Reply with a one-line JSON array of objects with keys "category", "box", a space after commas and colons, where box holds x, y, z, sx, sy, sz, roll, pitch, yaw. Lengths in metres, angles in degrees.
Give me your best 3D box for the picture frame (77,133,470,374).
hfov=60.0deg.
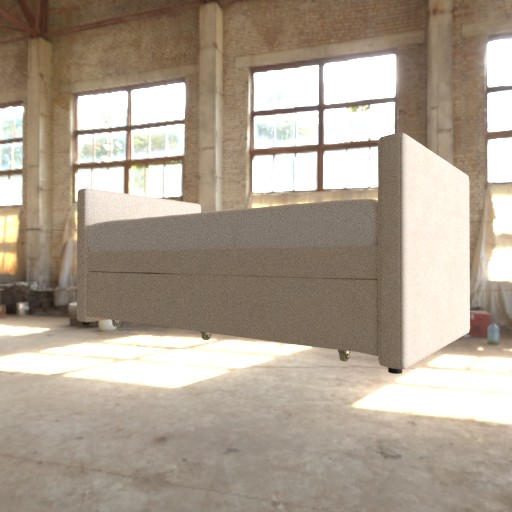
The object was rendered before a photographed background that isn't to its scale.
[{"category": "picture frame", "box": [0.000, 0.000, 2.675, 2.161, 0.891, 1.069, 0, -1, 37]}]
